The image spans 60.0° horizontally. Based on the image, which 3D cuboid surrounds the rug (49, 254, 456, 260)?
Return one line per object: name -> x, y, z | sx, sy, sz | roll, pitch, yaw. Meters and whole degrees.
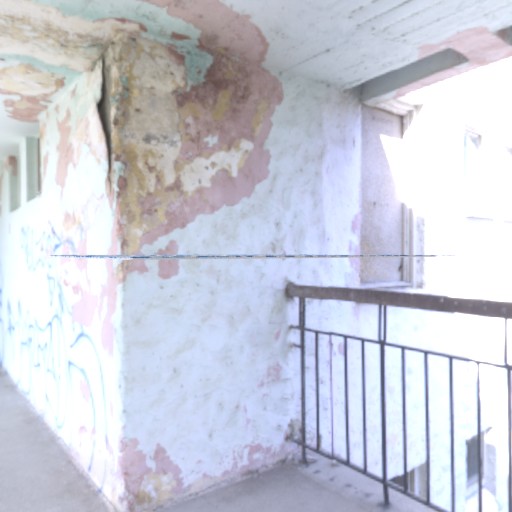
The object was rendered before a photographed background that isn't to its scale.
rug -> 0.000, 0.000, 2.383 | 1.830, 0.011, 1.209 | 0, 1, -36
